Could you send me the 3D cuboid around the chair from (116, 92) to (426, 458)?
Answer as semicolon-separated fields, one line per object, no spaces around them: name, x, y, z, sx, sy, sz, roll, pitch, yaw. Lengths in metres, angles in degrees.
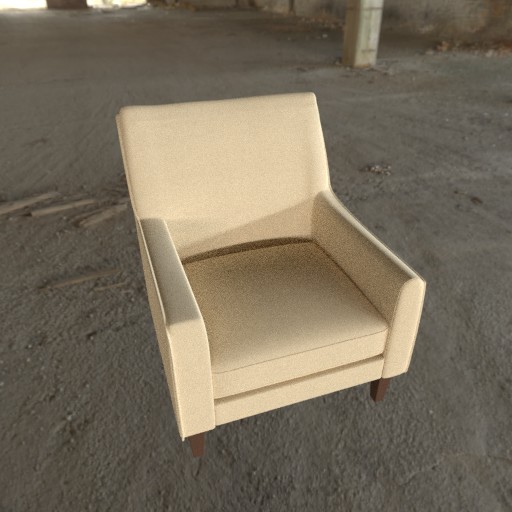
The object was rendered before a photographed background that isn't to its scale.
chair;0.000;0.000;1.584;0.780;0.919;0.899;-10;33;-16
